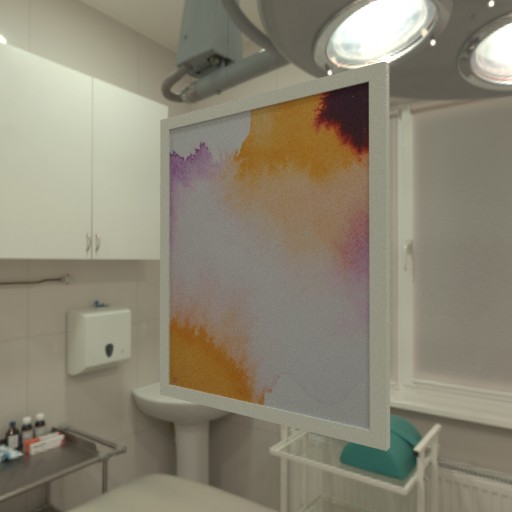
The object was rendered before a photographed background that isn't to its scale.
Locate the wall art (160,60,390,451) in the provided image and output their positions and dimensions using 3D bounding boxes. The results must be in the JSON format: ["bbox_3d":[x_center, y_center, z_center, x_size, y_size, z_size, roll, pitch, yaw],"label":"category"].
[{"bbox_3d":[0.000,0.000,0.633,0.382,0.456,0.013,0,-1,35],"label":"wall art"}]
